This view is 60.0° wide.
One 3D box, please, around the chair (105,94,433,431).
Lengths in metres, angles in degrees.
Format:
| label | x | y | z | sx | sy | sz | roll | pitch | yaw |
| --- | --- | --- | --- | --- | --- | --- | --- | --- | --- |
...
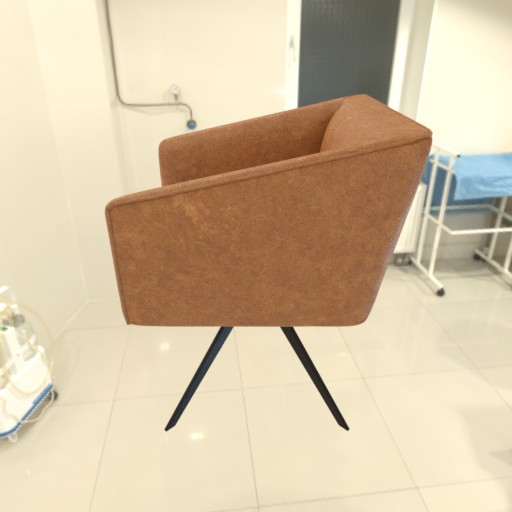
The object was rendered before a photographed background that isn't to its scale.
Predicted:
| label | x | y | z | sx | sy | sz | roll | pitch | yaw |
| --- | --- | --- | --- | --- | --- | --- | --- | --- | --- |
| chair | 0.000 | 0.000 | 1.187 | 0.625 | 0.760 | 0.588 | 0 | 27 | 0 |
